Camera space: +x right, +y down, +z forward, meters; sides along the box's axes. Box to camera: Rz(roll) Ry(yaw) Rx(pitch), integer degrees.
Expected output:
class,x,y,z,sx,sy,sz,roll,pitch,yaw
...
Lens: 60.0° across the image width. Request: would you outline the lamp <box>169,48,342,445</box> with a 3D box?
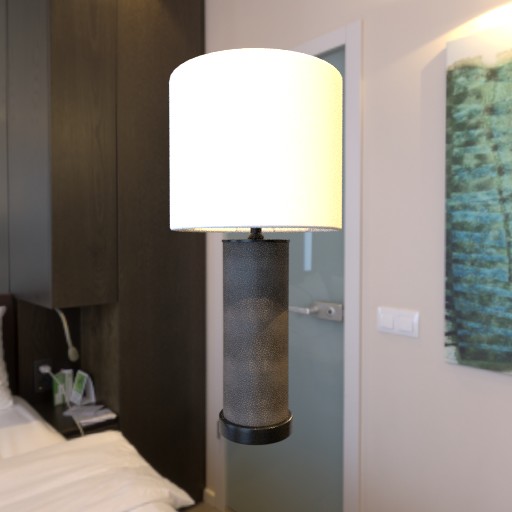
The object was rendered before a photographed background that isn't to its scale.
class,x,y,z,sx,sy,sz,roll,pitch,yaw
lamp,0.000,0.000,0.805,0.305,0.634,0.305,0,2,16
